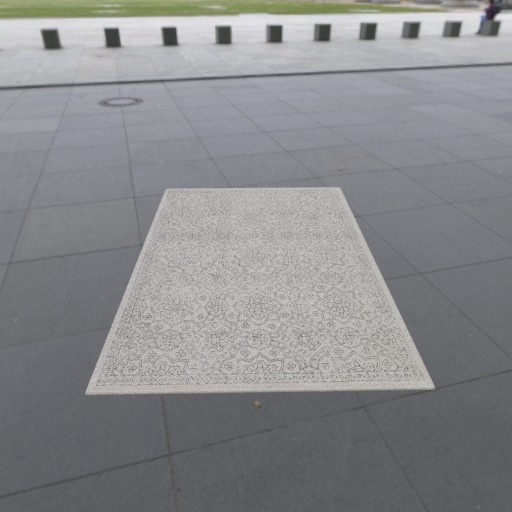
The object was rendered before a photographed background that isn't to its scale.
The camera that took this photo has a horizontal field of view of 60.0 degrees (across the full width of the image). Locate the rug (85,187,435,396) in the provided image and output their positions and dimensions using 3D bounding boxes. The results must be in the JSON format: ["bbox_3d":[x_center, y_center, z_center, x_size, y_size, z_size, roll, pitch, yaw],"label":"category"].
[{"bbox_3d":[0.000,0.000,2.897,1.524,0.011,2.286,-1,31,-1],"label":"rug"}]
